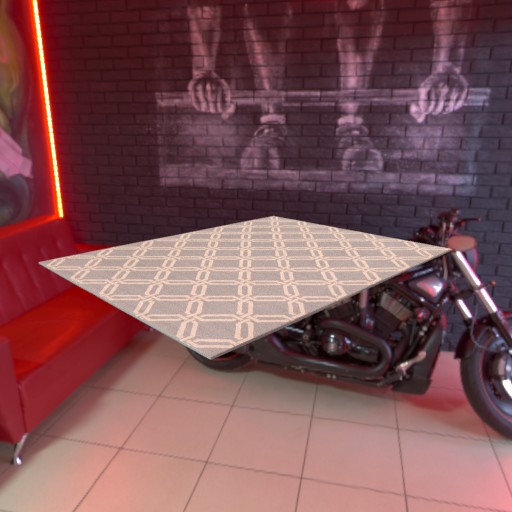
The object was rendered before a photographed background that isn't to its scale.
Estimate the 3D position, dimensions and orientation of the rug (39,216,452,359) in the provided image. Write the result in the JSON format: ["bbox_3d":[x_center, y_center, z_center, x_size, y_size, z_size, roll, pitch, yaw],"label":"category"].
[{"bbox_3d":[0.000,0.000,3.932,2.895,0.018,2.288,-15,22,-43],"label":"rug"}]
